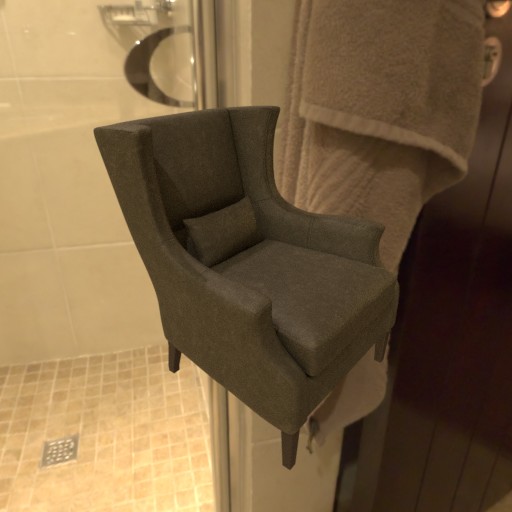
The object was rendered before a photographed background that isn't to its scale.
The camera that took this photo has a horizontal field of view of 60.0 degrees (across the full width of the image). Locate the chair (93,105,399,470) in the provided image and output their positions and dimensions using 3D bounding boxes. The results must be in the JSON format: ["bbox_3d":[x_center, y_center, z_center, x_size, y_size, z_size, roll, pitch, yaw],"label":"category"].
[{"bbox_3d":[0.000,0.000,1.713,0.926,1.016,0.853,19,32,34],"label":"chair"}]
